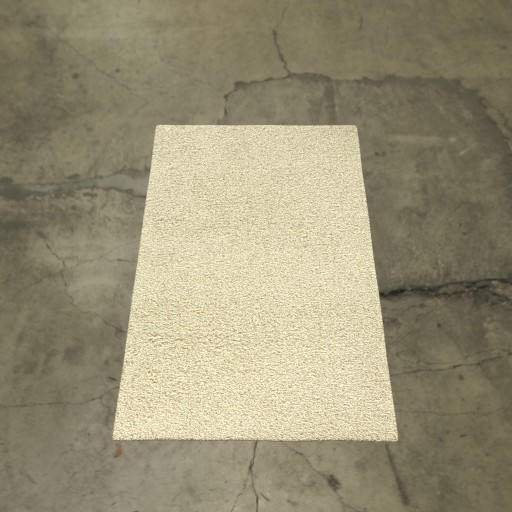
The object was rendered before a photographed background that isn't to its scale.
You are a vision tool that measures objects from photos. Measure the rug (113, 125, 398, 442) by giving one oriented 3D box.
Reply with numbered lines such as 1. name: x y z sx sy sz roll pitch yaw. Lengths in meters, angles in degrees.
1. rug: 0.000 0.000 2.295 1.219 0.030 1.778 0 63 0
